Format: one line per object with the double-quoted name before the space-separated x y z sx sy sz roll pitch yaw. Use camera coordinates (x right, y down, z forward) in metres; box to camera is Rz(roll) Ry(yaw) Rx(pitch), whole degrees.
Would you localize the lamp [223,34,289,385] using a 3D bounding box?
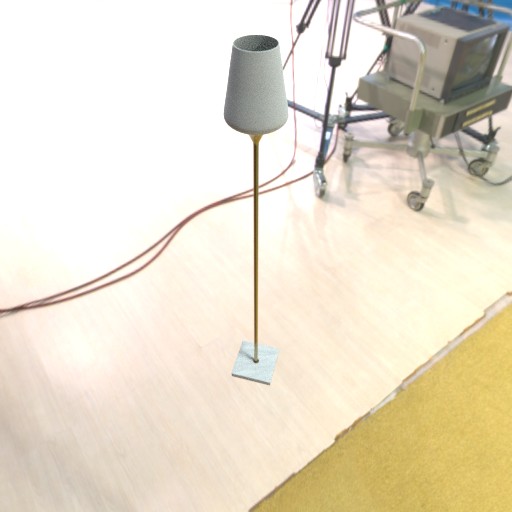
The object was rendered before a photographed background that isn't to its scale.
"lamp" 0.000 0.000 1.967 0.229 1.813 0.232 11 47 11
